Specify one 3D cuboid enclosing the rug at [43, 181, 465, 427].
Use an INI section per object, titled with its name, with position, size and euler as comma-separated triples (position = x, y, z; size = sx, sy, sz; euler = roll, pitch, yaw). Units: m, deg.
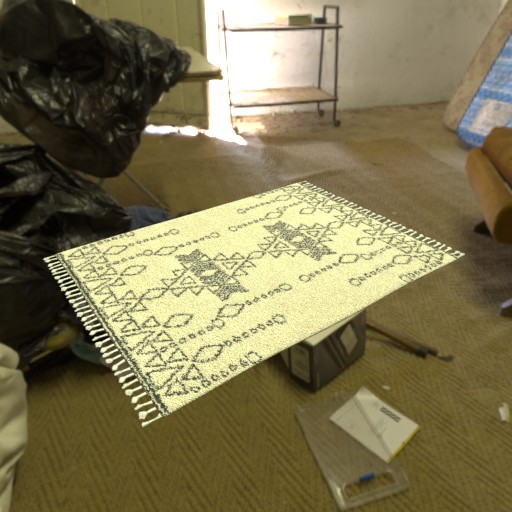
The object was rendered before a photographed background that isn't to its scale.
[rug]
position = 0.000, 0.000, 3.838
size = 3.027, 0.028, 2.125
euler = -21, 37, -30
